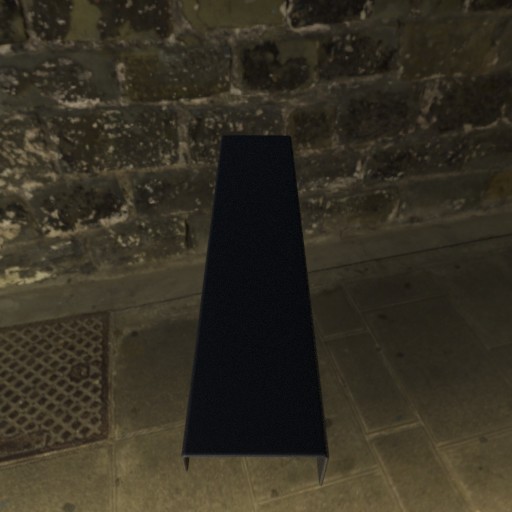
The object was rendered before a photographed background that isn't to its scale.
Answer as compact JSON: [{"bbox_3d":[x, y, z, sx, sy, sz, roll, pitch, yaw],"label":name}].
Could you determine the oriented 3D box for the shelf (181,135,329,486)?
[{"bbox_3d":[0.000,0.000,0.484,0.102,0.053,0.456,0,42,0],"label":"shelf"}]
